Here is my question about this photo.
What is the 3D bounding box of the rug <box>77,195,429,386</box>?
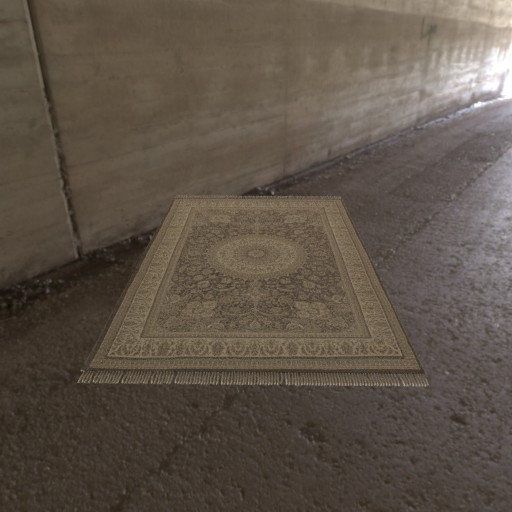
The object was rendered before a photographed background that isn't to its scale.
[{"bbox_3d":[0.000,0.000,2.975,1.528,0.010,2.440,0,27,1],"label":"rug"}]
